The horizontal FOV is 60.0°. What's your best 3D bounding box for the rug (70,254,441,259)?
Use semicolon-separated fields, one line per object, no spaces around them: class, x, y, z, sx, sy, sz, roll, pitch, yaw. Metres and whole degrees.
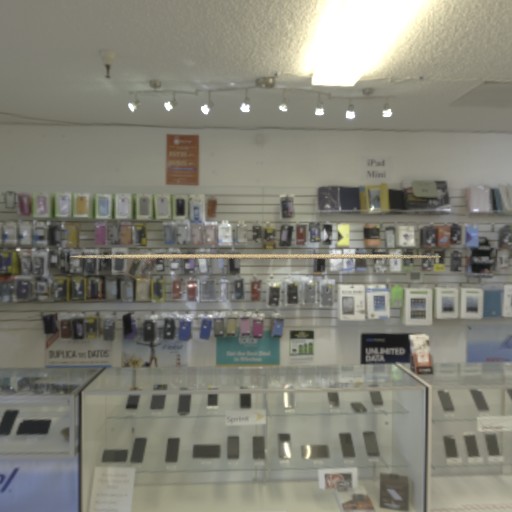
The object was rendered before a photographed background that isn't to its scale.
rug;0.000;0.000;3.066;2.432;0.006;1.520;0;1;-1
